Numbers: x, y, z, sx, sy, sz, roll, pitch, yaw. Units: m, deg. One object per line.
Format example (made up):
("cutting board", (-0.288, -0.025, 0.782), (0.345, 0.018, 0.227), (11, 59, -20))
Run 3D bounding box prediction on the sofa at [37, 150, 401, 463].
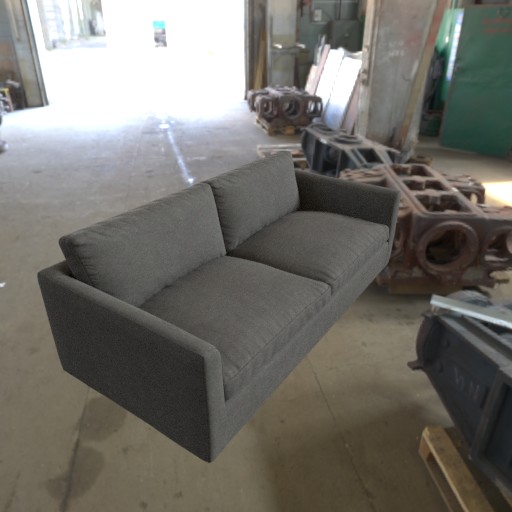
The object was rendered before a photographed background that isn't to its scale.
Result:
("sofa", (0.000, 0.000, 2.805), (1.092, 0.838, 2.257), (18, 32, 30))
